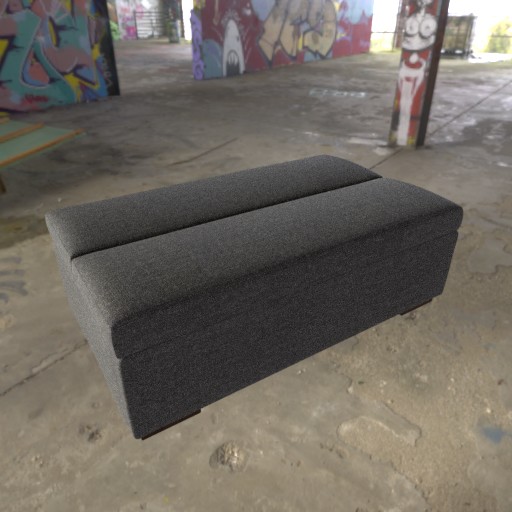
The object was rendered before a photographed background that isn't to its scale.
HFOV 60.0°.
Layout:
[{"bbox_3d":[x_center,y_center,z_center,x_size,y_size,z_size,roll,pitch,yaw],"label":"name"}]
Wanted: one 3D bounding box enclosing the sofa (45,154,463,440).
[{"bbox_3d":[0.000,0.000,1.577,1.198,0.417,0.782,-18,34,-28],"label":"sofa"}]
